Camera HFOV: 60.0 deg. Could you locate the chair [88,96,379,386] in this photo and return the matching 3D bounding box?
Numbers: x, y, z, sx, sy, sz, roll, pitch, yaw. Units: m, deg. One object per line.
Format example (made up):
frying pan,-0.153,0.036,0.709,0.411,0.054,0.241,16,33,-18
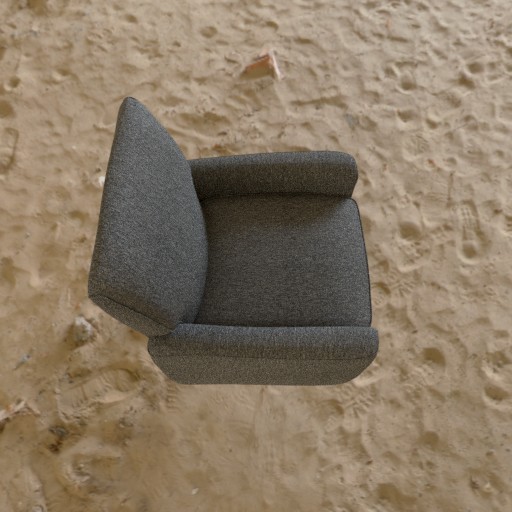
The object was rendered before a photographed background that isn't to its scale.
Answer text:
chair,0.000,0.000,1.660,0.864,1.014,0.848,0,64,0
